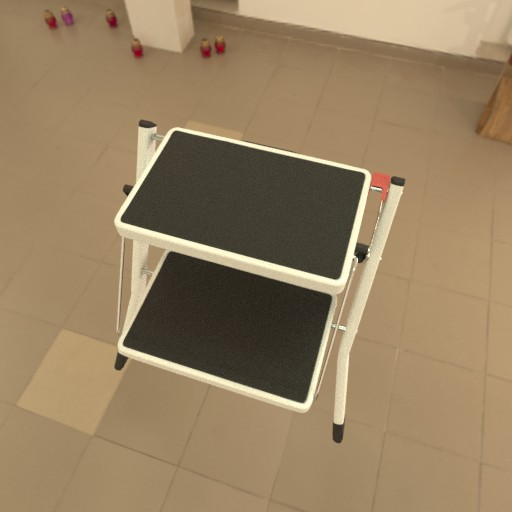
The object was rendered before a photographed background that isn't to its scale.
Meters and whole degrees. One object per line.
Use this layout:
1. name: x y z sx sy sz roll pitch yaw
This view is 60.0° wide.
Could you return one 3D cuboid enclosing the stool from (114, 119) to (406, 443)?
1. stool: 0.000 0.000 0.817 0.485 0.445 0.490 15 58 9
